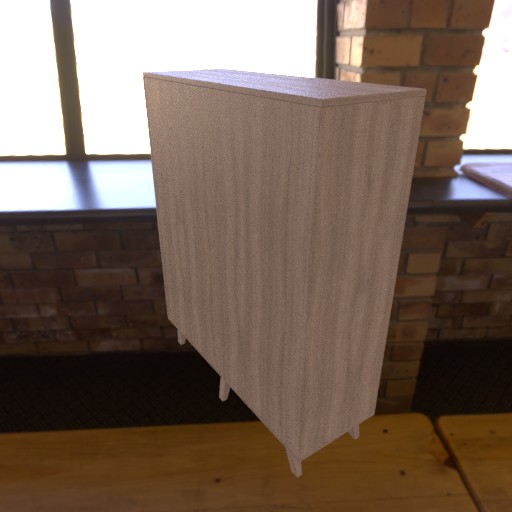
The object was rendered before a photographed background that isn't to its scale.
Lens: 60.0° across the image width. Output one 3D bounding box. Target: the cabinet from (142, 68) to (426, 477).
[{"bbox_3d":[0.000,0.000,1.863,0.398,1.388,1.111,-17,31,-31],"label":"cabinet"}]
